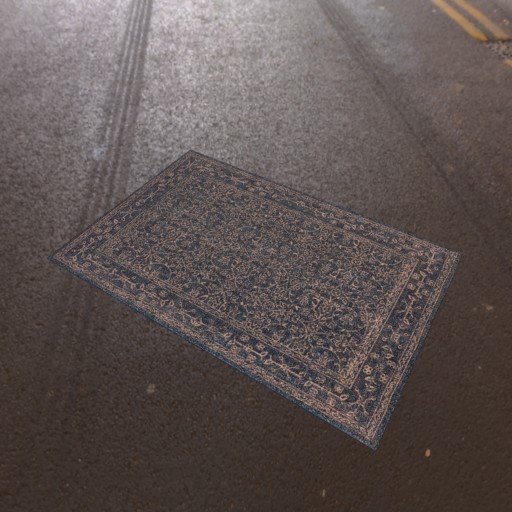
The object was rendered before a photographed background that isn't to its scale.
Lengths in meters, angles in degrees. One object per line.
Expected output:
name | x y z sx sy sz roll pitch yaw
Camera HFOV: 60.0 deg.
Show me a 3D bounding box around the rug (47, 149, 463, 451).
rug | 0.000 0.000 2.315 1.819 0.005 1.200 25 51 22
